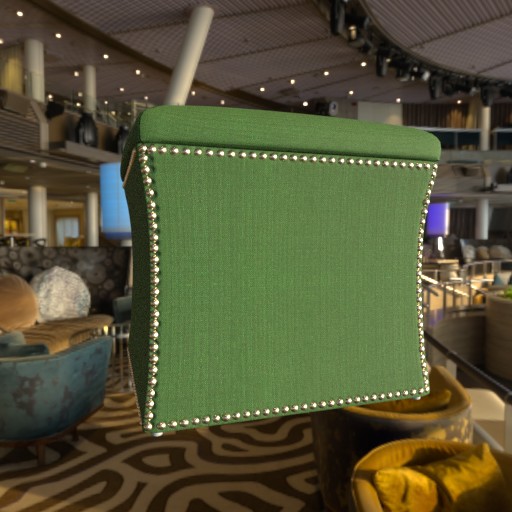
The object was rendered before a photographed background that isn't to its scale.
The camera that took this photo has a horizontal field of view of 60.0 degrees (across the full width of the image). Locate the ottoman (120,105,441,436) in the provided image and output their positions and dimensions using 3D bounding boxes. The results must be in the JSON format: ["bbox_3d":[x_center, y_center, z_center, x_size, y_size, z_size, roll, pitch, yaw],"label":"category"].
[{"bbox_3d":[0.000,0.000,0.882,0.507,0.475,0.497,-1,3,-18],"label":"ottoman"}]
